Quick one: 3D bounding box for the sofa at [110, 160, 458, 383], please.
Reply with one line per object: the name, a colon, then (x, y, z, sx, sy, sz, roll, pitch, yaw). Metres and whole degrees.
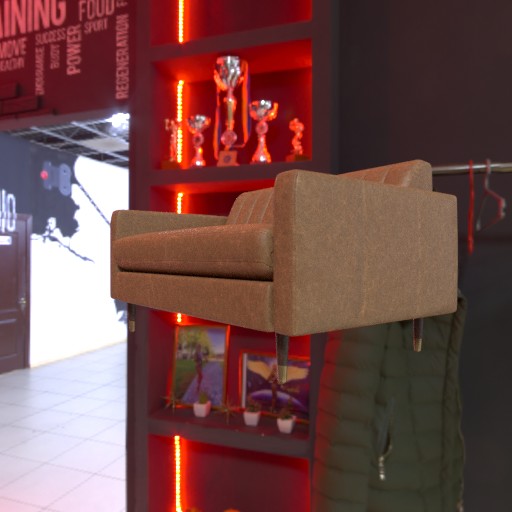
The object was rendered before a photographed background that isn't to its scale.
sofa: (0.000, 0.000, 2.147, 0.960, 0.820, 1.549, 0, 0, -38)
